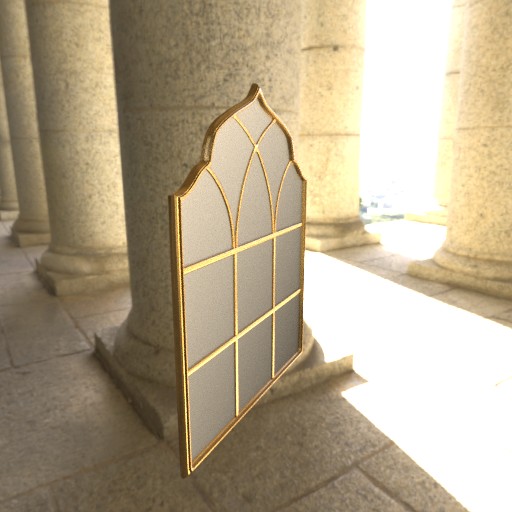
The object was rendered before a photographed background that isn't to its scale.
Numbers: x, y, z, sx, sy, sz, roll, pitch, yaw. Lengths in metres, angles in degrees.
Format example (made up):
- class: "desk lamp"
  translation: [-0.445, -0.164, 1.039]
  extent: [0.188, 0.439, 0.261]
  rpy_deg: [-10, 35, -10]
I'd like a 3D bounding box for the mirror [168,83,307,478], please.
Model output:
- class: "mirror"
  translation: [0.000, 0.000, 0.867]
  extent: [0.018, 0.635, 0.513]
  rpy_deg: [7, 15, 26]
